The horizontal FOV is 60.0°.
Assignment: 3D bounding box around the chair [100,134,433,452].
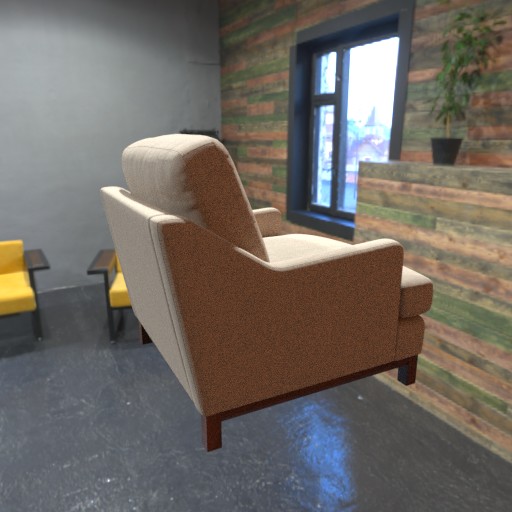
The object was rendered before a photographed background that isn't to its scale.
[{"bbox_3d":[0.000,0.000,1.732,1.001,0.916,0.912,-7,16,-26],"label":"chair"}]
